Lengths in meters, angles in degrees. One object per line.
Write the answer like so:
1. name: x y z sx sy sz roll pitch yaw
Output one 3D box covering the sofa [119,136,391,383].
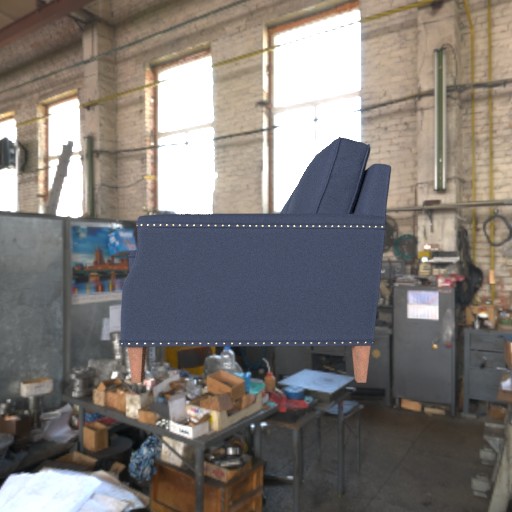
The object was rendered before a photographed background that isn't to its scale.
1. sofa: 0.000 0.000 2.815 1.084 1.003 2.246 0 0 0
